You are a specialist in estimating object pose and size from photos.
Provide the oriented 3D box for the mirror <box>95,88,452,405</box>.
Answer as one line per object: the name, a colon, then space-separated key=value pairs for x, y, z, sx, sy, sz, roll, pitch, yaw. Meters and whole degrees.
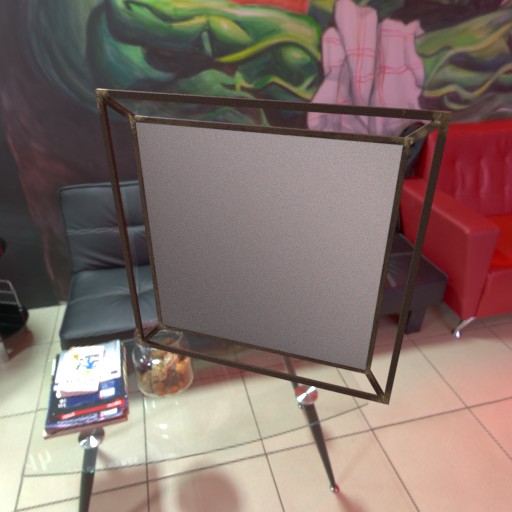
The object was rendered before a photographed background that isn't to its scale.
mirror: x=0.000 y=0.000 z=0.893 sx=0.610 sy=0.610 sz=0.032 roll=9 pitch=31 yaw=16
